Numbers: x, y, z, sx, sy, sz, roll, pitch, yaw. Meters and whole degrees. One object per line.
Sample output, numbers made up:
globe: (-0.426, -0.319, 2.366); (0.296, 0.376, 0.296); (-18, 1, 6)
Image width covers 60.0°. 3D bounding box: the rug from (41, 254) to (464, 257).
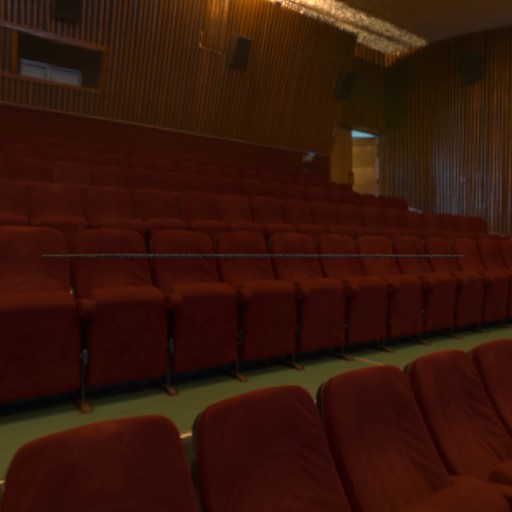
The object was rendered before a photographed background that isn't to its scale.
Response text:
rug: (0.000, 0.000, 2.181); (1.754, 0.010, 1.139); (0, 0, -35)
